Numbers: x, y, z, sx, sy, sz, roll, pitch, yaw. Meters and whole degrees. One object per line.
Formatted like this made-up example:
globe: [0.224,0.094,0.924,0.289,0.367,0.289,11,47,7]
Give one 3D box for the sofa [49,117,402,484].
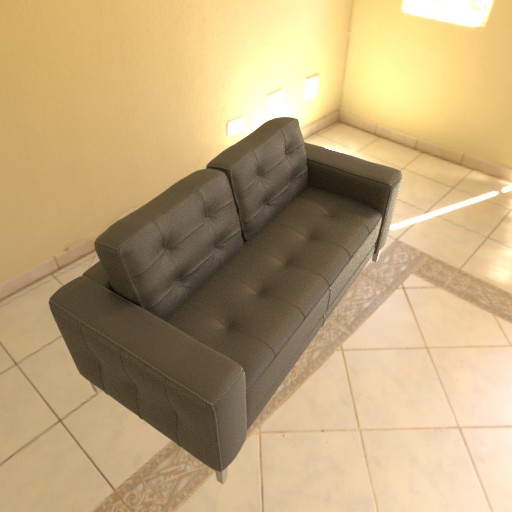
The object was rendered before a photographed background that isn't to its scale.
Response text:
sofa: [0.000,0.000,2.177,0.833,0.892,1.726,24,47,25]
